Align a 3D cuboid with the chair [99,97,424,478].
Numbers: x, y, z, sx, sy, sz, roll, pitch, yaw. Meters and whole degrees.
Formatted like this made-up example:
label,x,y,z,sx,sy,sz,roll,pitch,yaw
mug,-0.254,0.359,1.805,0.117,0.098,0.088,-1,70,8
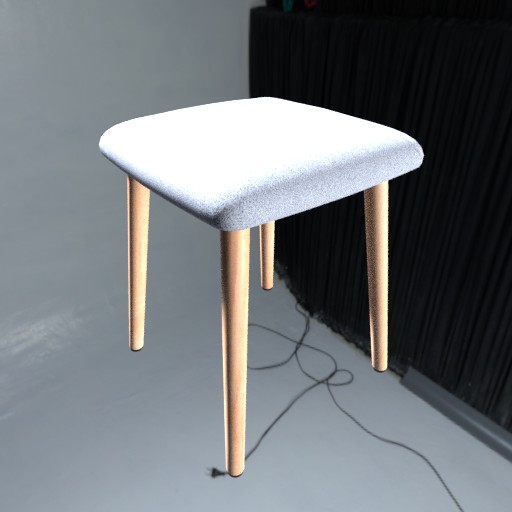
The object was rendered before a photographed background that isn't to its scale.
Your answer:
label,x,y,z,sx,sy,sz,roll,pitch,yaw
chair,0.000,0.000,0.709,0.350,0.440,0.350,-22,37,-32
